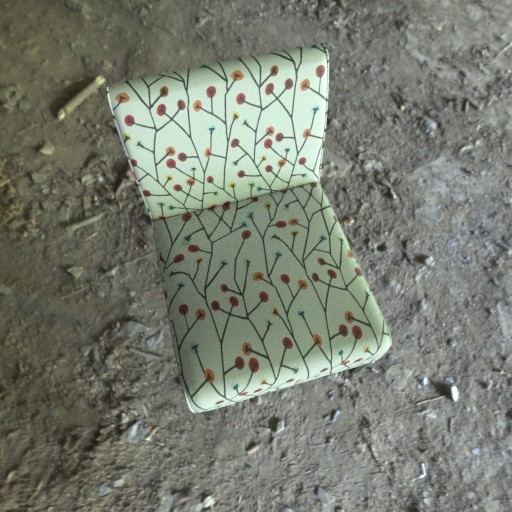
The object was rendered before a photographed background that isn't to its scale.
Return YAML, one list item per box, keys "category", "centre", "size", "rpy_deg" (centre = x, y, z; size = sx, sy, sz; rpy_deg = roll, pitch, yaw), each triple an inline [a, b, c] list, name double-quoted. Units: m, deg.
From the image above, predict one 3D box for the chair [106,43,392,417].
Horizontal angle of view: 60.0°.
- category: "chair"
  centre: [0.000, 0.000, 1.318]
  size: [0.597, 0.813, 0.732]
  rpy_deg: [-14, 64, -7]
